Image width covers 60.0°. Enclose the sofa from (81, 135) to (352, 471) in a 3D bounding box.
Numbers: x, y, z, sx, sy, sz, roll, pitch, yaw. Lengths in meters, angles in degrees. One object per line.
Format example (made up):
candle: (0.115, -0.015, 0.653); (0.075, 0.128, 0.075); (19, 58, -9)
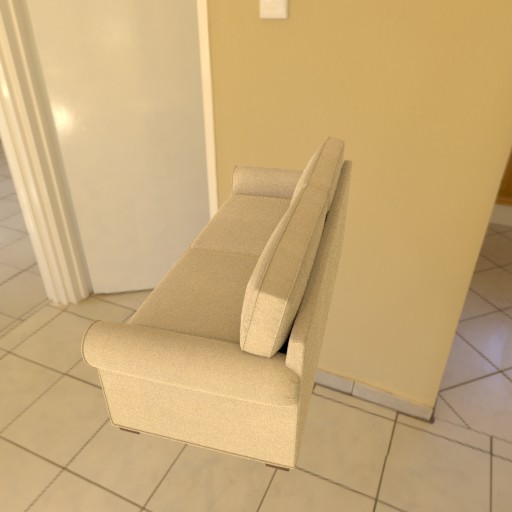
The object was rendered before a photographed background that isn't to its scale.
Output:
sofa: (0.000, 0.000, 2.606); (0.901, 0.962, 2.146); (8, 32, 13)
